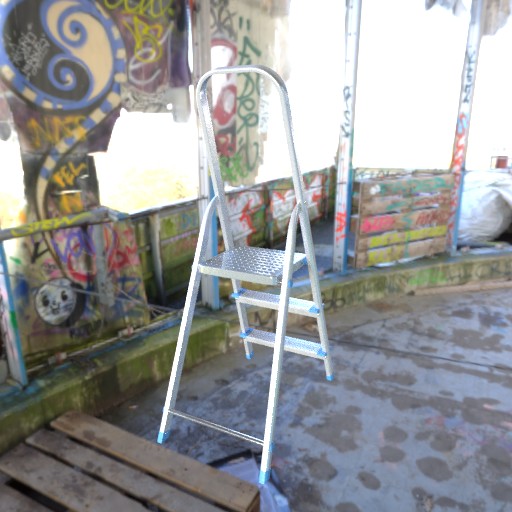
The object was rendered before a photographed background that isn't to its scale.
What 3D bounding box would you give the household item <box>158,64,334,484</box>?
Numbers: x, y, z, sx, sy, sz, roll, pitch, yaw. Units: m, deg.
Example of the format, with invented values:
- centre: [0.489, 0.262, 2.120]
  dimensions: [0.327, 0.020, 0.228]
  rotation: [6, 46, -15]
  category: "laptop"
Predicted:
- centre: [0.000, 0.000, 1.560]
  dimensions: [0.420, 1.215, 0.687]
  rotation: [8, 18, 26]
  category: "household item"
